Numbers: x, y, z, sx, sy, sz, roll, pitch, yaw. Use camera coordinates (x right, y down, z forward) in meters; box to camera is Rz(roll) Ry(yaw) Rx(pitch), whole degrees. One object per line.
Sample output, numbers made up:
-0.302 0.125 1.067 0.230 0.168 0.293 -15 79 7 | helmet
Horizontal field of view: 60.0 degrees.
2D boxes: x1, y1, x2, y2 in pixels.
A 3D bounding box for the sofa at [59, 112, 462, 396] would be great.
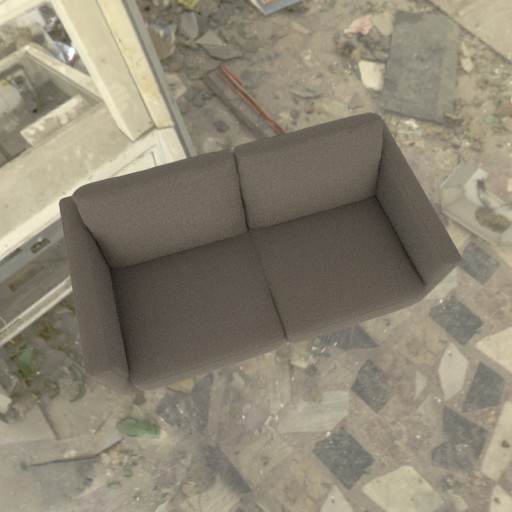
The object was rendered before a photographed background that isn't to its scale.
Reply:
0.000 0.000 2.264 1.713 0.866 0.940 -16 66 -8 | sofa
